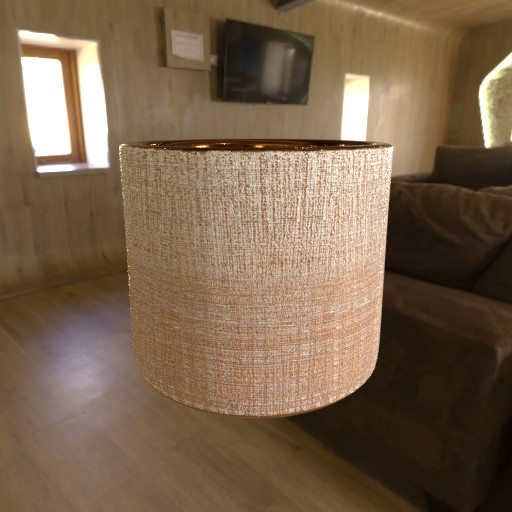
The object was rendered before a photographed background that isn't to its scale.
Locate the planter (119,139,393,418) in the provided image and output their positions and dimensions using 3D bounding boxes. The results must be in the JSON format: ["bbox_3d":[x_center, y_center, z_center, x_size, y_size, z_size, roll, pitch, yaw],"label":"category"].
[{"bbox_3d":[0.000,0.000,0.315,0.177,0.157,0.177,0,16,0],"label":"planter"}]
